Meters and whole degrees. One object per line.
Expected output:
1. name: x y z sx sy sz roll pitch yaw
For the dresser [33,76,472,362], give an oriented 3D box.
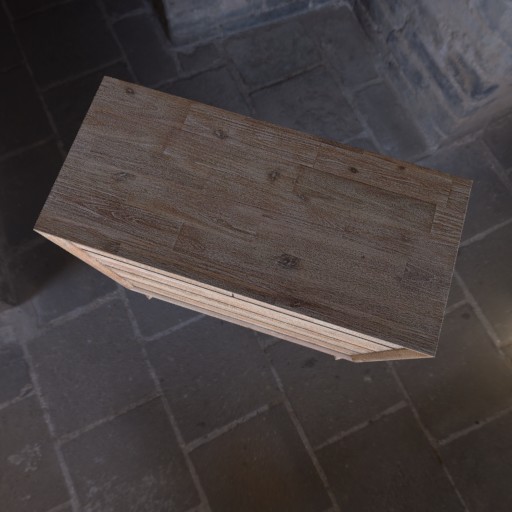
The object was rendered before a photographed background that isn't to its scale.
1. dresser: 0.000 0.000 1.595 0.998 1.029 0.455 17 76 4
